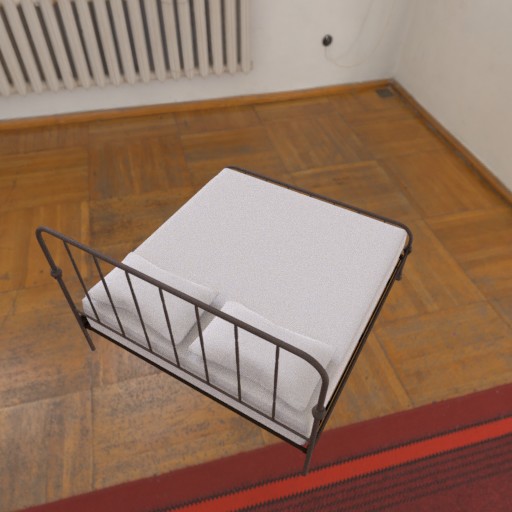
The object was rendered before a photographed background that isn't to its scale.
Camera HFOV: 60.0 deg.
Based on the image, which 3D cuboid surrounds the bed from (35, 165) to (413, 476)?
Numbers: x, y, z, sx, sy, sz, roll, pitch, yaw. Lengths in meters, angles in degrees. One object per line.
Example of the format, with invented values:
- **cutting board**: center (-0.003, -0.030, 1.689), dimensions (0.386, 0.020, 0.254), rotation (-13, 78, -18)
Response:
- **bed**: center (0.000, 0.000, 3.484), dimensions (2.044, 1.446, 2.134), rotation (23, 50, 20)
